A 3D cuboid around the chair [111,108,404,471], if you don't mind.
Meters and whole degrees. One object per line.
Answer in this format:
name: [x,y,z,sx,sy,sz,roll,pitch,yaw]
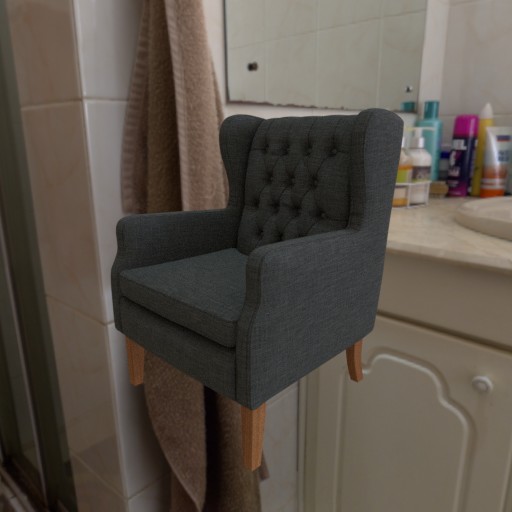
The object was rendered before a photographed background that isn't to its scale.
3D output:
chair: [0.000,0.000,1.511,0.711,0.953,0.775,15,21,43]
